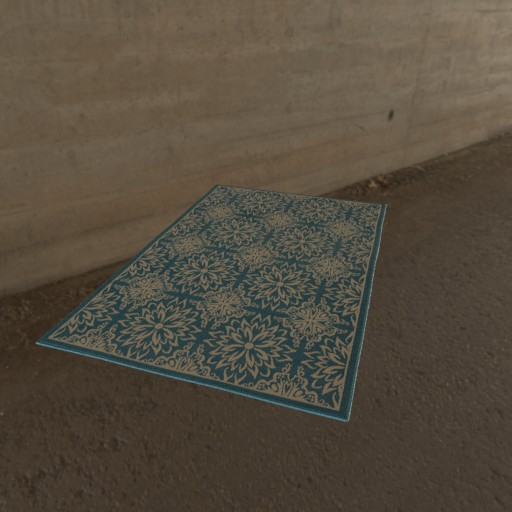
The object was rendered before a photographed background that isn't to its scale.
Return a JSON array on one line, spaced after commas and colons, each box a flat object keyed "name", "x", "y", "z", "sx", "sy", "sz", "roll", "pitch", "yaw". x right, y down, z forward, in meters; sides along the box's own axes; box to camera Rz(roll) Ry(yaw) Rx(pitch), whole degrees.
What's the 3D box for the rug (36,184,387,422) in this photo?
[{"name": "rug", "x": 0.000, "y": 0.000, "z": 2.320, "sx": 1.211, "sy": 0.012, "sz": 1.833, "roll": 9, "pitch": 31, "yaw": 16}]
